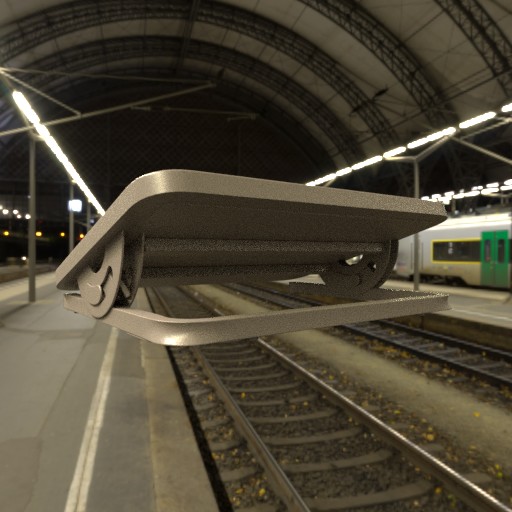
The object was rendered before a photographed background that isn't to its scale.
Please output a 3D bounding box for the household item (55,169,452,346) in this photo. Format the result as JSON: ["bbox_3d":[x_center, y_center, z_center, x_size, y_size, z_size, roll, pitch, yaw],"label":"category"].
[{"bbox_3d":[0.000,0.000,0.524,0.390,0.126,0.301,0,0,-37],"label":"household item"}]
